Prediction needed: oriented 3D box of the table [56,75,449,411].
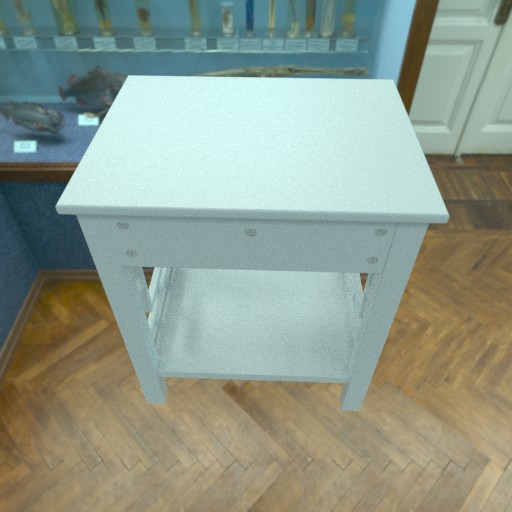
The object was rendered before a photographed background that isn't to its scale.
[{"bbox_3d":[0.000,0.000,1.018,0.564,0.646,0.451,2,46,1],"label":"table"}]
